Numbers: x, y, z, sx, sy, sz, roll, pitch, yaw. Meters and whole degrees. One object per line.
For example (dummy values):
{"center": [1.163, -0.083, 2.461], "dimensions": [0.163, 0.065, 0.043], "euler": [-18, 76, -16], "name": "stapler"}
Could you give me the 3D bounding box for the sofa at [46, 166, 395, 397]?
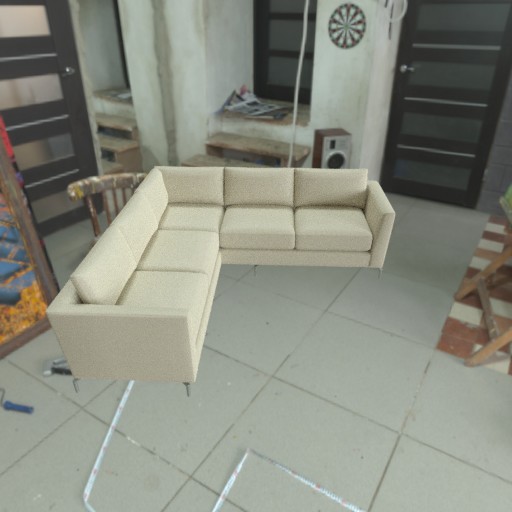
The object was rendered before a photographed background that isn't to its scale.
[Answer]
{"center": [0.000, 0.000, 3.760], "dimensions": [2.448, 0.867, 2.430], "euler": [1, 29, 2], "name": "sofa"}
